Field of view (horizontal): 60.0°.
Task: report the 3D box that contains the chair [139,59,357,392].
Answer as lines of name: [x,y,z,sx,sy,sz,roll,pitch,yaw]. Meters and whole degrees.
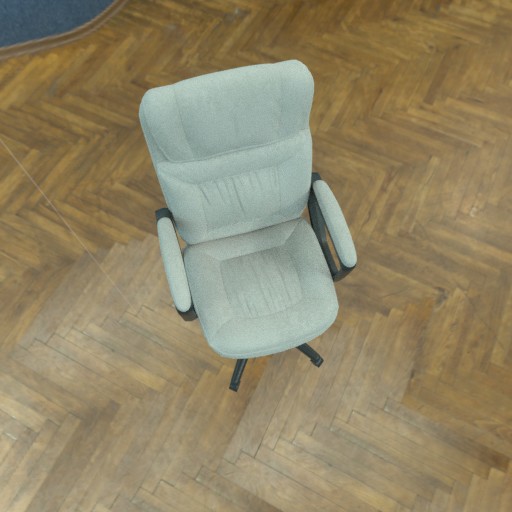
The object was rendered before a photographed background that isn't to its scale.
chair: [0.000,0.000,1.601,0.667,1.105,0.724,-14,66,-7]
